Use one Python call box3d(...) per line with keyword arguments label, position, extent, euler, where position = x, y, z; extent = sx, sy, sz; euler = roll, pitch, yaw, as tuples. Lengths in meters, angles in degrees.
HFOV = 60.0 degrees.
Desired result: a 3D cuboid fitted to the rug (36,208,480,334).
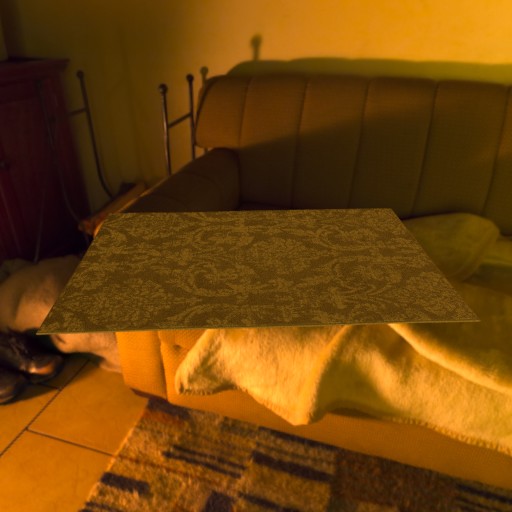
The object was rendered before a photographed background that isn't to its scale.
box3d(label="rug", position=(0.000, 0.000, 2.342), extent=(1.824, 0.012, 1.206), euler=(-1, 29, -2))
